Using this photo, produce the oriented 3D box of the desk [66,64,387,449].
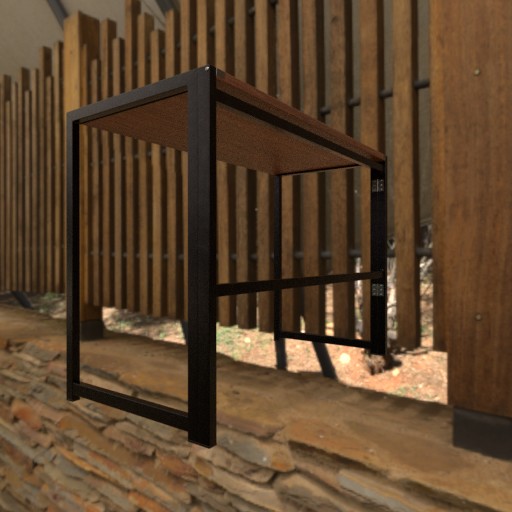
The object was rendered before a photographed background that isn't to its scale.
[{"bbox_3d":[0.000,0.000,1.434,0.508,0.762,1.016,0,0,36],"label":"desk"}]
